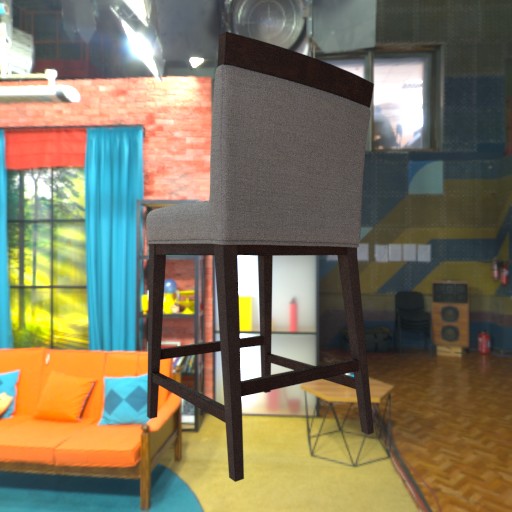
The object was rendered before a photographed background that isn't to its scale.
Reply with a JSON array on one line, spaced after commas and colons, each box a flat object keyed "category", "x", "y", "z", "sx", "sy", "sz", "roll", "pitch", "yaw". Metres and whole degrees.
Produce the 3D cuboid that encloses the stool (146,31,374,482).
[{"category": "stool", "x": 0.000, "y": 0.000, "z": 1.324, "sx": 0.512, "sy": 1.009, "sz": 0.531, "roll": 0, "pitch": 0, "yaw": -36}]
